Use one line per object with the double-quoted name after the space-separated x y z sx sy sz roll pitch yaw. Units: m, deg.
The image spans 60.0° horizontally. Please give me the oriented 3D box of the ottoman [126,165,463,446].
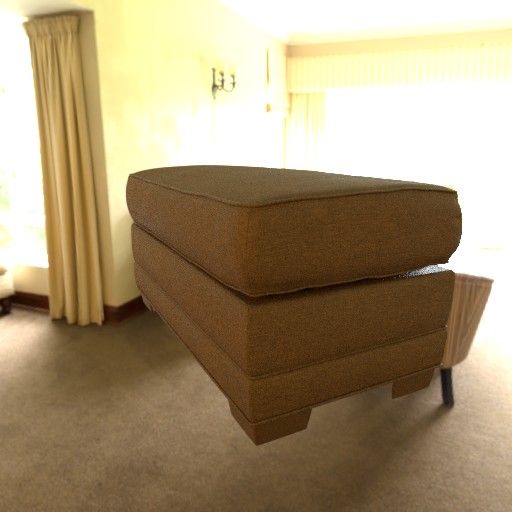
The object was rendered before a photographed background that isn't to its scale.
0.000 0.000 1.142 0.490 0.448 0.864 -7 16 -26 "ottoman"
